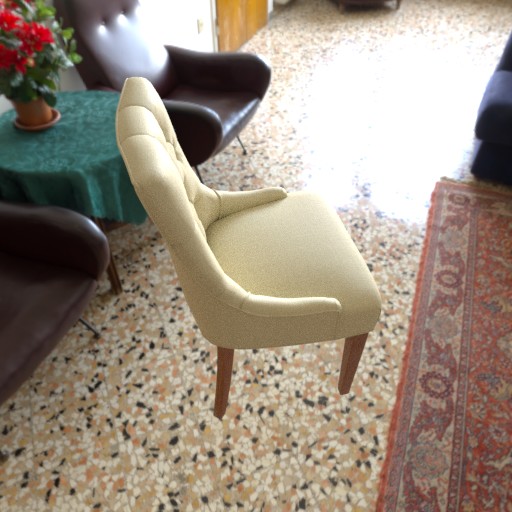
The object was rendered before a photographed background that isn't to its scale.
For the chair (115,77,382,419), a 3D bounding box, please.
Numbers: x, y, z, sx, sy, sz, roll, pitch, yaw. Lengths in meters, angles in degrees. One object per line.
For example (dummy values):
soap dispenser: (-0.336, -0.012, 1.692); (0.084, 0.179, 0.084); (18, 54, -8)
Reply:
chair: (0.000, 0.000, 1.209); (0.565, 0.874, 0.509); (-10, 46, -10)
